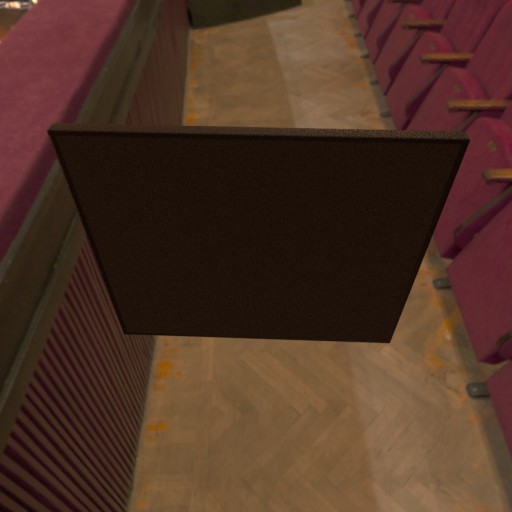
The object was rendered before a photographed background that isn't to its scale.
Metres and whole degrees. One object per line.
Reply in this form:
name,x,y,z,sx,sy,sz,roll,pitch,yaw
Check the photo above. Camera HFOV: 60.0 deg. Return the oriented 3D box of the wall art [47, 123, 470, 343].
wall art,0.000,0.000,0.713,0.521,0.450,0.018,2,46,2
